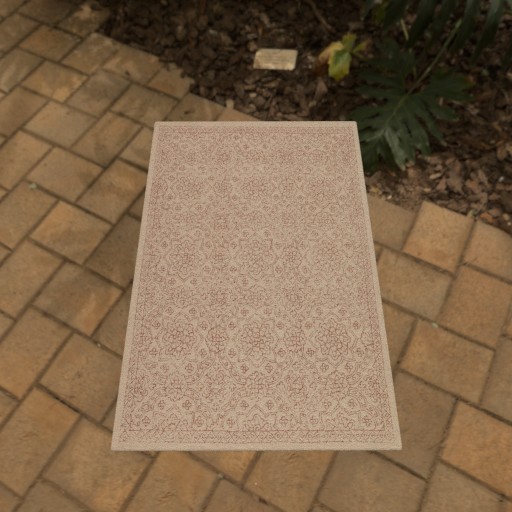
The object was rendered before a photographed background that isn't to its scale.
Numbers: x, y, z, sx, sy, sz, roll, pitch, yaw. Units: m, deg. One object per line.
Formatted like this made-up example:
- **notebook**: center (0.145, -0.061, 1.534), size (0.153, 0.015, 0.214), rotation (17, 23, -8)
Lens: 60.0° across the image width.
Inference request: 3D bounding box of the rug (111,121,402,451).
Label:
- **rug**: center (0.000, 0.000, 2.268), size (1.219, 0.010, 1.829), rotation (0, 63, 0)
